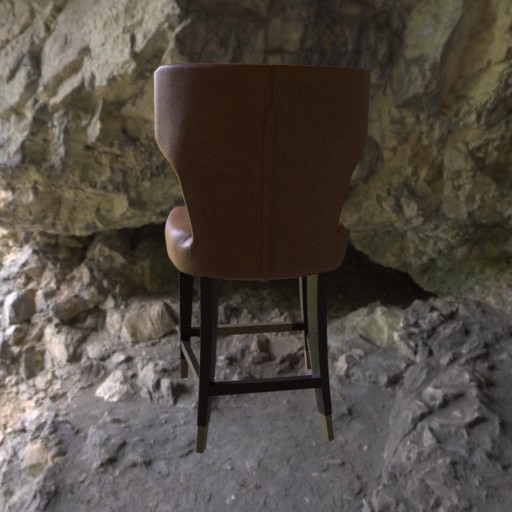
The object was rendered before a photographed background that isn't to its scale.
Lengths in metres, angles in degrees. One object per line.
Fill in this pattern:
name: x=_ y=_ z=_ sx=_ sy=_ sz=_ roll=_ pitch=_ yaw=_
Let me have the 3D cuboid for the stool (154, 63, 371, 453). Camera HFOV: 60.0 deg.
stool: x=0.000 y=0.000 z=1.298 sx=0.526 sy=0.982 sz=0.563 roll=-2 pitch=14 yaw=-8
